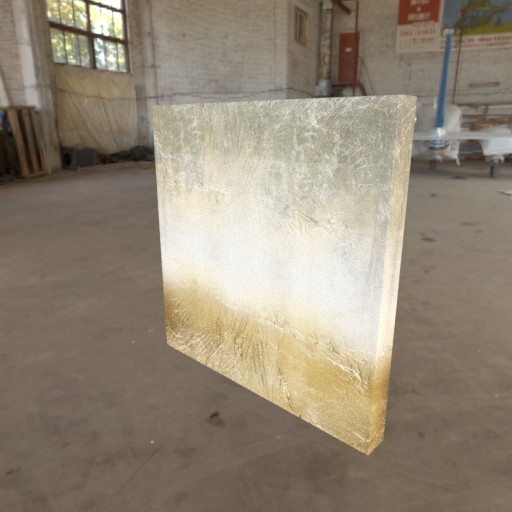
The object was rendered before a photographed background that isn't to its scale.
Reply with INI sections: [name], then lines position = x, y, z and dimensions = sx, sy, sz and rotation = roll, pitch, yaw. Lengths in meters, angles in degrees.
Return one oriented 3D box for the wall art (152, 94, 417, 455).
[wall art]
position = 0.000, 0.000, 0.619
dimensions = 0.405, 0.407, 0.038
rotation = 15, 22, 41
